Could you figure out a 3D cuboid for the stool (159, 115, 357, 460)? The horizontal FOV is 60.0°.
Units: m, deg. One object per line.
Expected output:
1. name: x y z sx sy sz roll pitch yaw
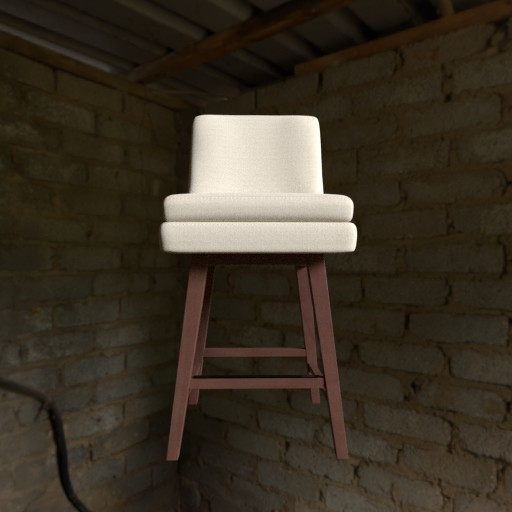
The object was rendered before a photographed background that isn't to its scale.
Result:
1. stool: 0.000 0.000 1.315 0.483 0.991 0.559 0 0 -1
